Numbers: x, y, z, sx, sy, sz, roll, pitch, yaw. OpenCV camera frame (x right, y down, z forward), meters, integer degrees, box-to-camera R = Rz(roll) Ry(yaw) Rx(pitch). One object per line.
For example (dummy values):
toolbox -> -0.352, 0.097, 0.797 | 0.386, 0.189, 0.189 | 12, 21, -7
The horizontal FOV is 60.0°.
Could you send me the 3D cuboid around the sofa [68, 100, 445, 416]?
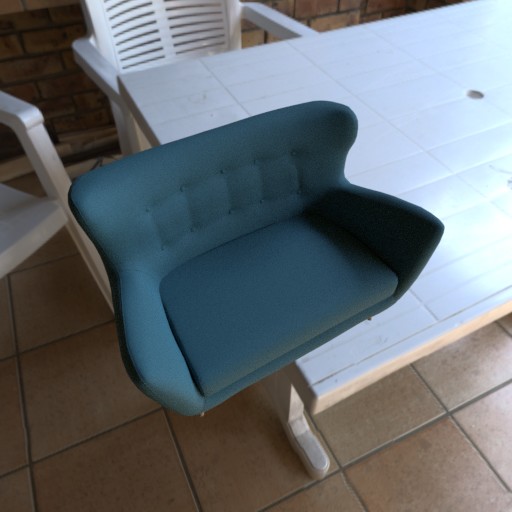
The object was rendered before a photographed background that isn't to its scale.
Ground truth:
sofa -> 0.000, 0.000, 1.992 | 1.397, 0.889, 0.889 | -24, 52, -21
